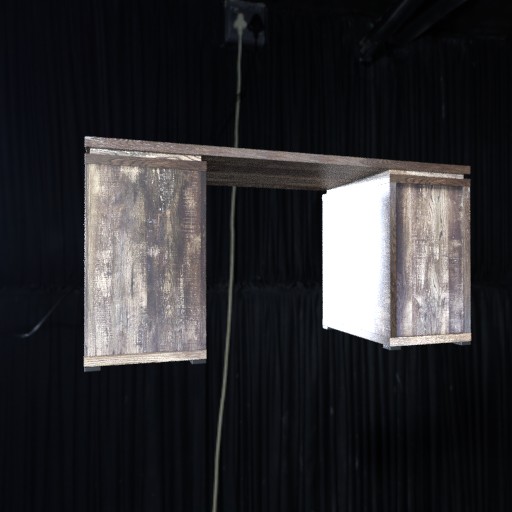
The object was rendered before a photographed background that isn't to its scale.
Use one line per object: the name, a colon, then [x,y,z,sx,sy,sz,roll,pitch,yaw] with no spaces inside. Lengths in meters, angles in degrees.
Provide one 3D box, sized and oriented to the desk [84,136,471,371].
desk: [0.000,0.000,2.217,1.524,0.753,1.200,0,-1,-17]
